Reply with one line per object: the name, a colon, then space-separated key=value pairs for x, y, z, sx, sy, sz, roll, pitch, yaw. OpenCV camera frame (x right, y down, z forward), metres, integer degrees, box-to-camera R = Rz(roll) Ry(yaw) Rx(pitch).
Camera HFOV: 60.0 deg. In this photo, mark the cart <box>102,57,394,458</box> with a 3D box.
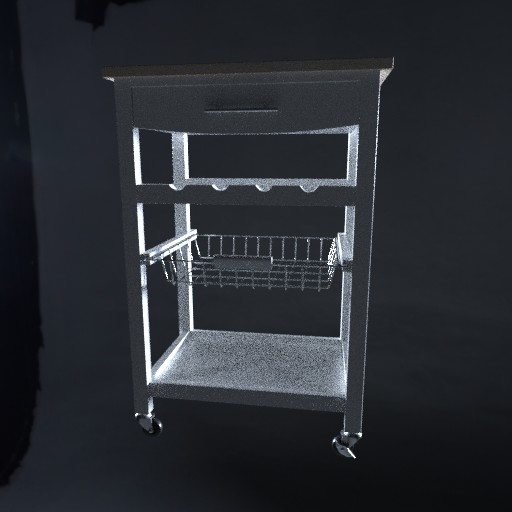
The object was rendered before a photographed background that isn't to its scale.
cart: x=0.000 y=0.000 z=1.147 sx=0.578 sy=0.857 sz=0.406 roll=2 pitch=12 yaw=9
